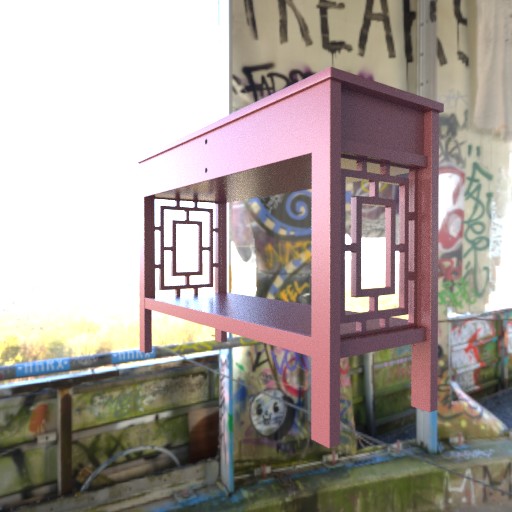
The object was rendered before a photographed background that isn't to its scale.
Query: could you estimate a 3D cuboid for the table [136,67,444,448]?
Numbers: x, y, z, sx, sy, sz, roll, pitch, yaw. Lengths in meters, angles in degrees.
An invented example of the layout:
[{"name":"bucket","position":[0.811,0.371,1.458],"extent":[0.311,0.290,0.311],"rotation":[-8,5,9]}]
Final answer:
[{"name":"table","position":[0.000,0.000,1.417],"extent":[0.397,0.753,1.068],"rotation":[-1,1,-35]}]
